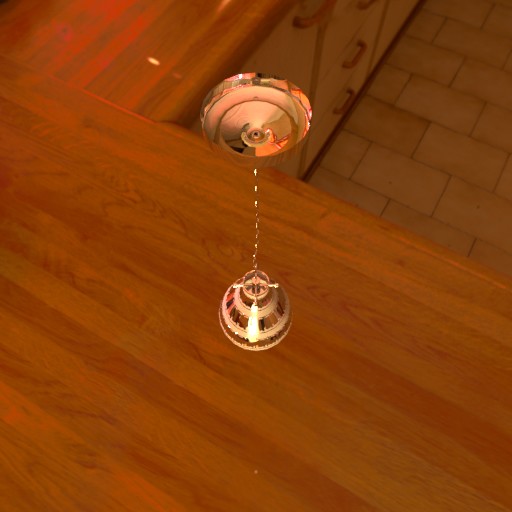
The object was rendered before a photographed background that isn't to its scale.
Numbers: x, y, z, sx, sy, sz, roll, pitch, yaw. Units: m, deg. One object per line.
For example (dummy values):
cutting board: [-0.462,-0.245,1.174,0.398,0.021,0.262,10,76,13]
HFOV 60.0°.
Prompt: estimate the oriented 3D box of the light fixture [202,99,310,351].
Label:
light fixture: [0.000,0.000,1.643,0.374,1.457,0.374,0,64,0]
